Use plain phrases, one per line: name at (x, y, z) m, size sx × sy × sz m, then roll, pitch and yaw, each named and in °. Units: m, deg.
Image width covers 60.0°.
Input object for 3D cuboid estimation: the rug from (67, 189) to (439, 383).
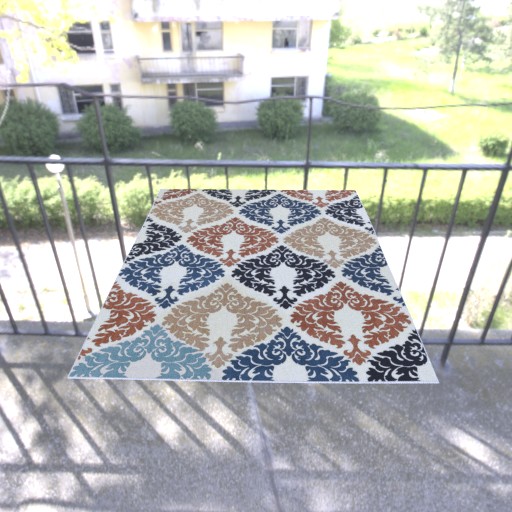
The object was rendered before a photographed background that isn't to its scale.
rug at (0.000, 0.000, 4.147) m, size 2.423 × 0.014 × 3.040 m, roll 0°, pitch 32°, yaw 1°
